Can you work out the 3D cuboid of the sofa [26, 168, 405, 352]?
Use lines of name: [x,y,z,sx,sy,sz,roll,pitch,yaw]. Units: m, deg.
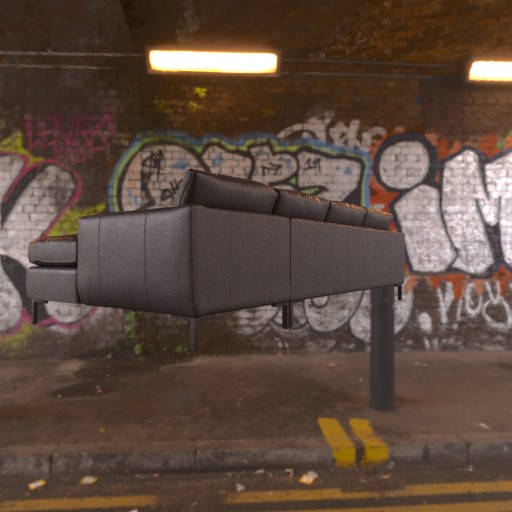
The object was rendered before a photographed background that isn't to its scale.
sofa: [0.000,0.000,3.567,1.471,0.859,2.993,0,0,36]
